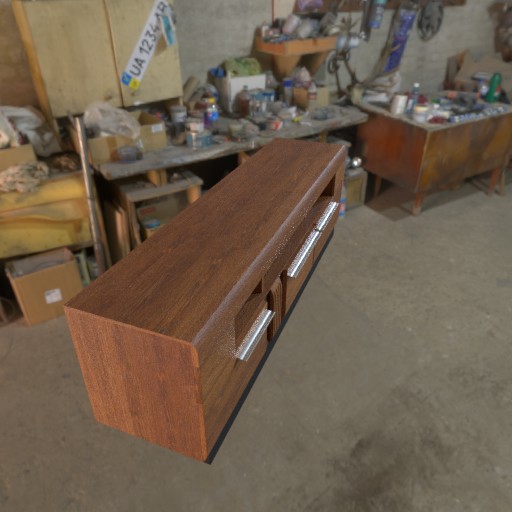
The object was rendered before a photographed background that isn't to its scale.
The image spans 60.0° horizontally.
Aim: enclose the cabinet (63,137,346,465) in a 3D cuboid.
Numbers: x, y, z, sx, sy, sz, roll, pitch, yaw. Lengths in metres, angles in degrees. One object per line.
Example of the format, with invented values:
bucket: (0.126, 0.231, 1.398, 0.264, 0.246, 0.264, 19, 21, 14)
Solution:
cabinet: (0.000, 0.000, 1.834, 0.419, 0.510, 1.600, 12, 33, 19)
